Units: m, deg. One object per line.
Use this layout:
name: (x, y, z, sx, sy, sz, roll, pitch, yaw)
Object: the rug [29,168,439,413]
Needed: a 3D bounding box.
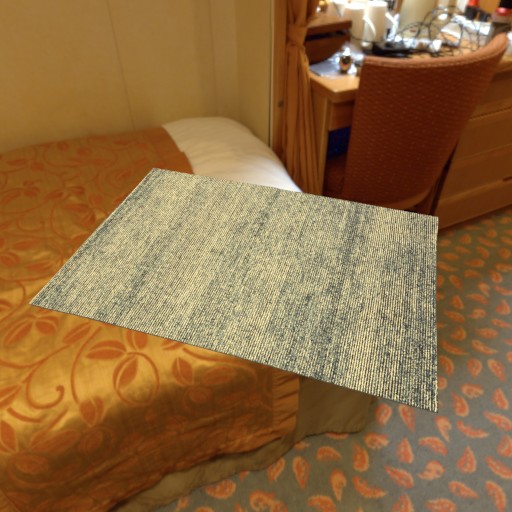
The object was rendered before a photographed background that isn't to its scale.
rug: (0.000, 0.000, 2.961, 2.349, 0.030, 1.624, 12, 44, 13)
